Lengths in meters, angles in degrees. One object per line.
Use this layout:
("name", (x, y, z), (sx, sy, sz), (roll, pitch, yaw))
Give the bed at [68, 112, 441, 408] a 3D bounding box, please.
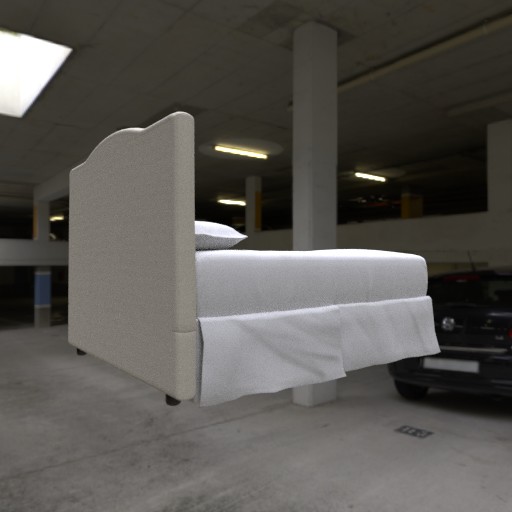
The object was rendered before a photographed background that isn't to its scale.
("bed", (0.000, 0.000, 3.293), (2.196, 1.449, 1.741), (0, -1, -38))
